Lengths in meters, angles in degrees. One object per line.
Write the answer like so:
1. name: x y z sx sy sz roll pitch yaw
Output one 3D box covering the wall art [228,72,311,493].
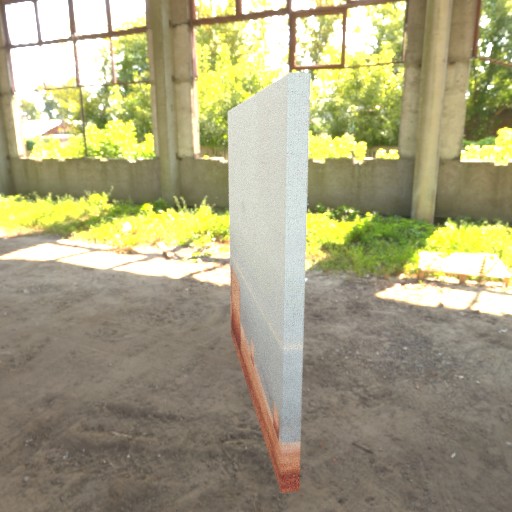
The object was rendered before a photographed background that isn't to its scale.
1. wall art: 0.000 0.000 0.603 0.023 0.405 0.405 -3 14 -10
